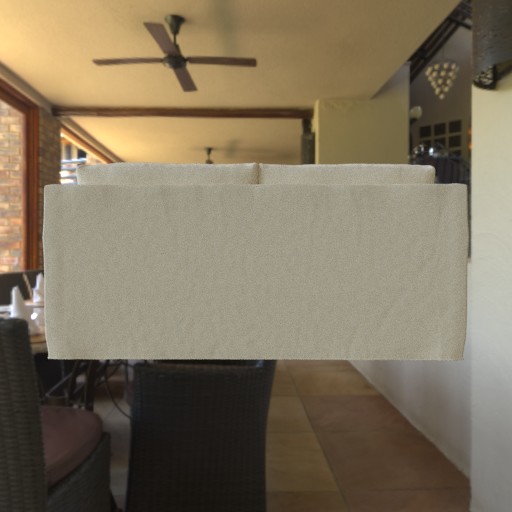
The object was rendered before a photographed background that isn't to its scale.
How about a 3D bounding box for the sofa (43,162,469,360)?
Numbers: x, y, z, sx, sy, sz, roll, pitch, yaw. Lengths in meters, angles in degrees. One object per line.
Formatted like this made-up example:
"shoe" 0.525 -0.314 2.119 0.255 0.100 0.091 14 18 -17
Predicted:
"sofa" 0.000 0.000 2.250 1.746 0.834 0.962 0 1 1
